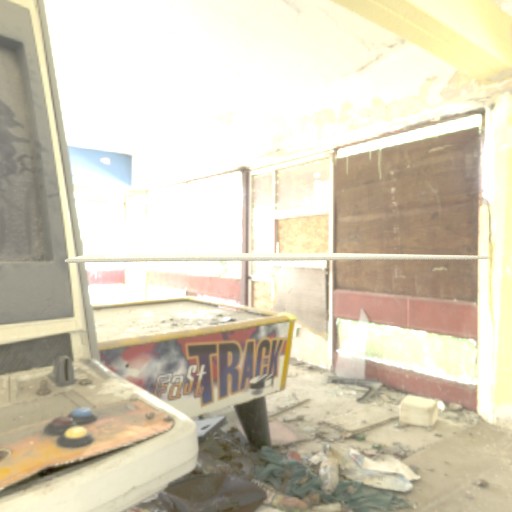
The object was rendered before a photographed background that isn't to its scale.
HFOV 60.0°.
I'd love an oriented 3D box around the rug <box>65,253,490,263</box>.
[{"bbox_3d":[0.000,0.000,4.127,3.066,0.030,2.462,0,1,-18],"label":"rug"}]
